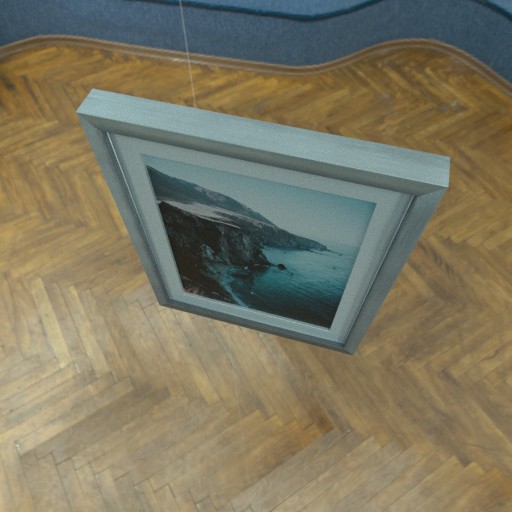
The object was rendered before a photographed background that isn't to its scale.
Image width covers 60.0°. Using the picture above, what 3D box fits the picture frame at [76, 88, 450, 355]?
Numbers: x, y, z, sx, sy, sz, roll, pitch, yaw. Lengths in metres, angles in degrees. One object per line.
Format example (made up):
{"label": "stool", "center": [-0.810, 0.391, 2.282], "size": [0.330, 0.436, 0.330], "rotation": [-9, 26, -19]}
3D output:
{"label": "picture frame", "center": [0.000, 0.000, 0.763], "size": [0.449, 0.555, 0.046], "rotation": [13, 59, 8]}
